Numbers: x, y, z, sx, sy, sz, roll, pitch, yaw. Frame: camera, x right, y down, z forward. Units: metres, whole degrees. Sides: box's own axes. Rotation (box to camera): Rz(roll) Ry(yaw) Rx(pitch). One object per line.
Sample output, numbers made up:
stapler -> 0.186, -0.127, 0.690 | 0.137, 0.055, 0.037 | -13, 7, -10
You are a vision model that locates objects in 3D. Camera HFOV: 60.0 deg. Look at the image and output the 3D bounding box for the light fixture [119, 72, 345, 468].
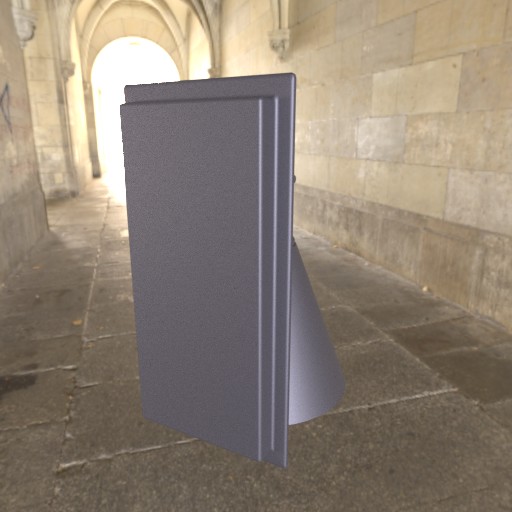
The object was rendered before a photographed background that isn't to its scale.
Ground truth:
light fixture -> 0.000, 0.000, 0.422 | 0.170, 0.298, 0.207 | 8, 17, 28
